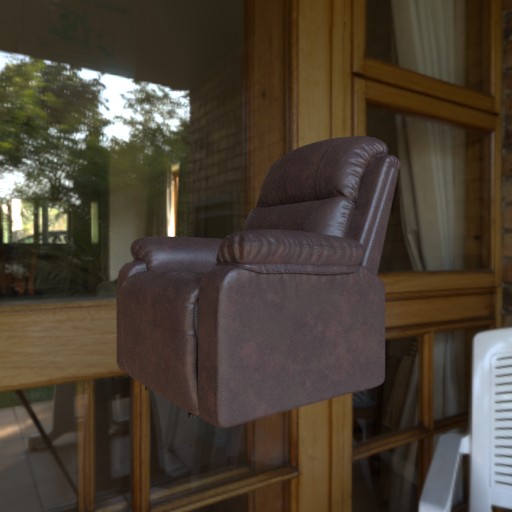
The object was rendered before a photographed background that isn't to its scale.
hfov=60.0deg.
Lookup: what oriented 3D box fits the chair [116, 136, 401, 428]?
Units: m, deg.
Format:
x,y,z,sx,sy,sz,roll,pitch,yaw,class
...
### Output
x,y,z,sx,sy,sz,roll,pitch,yaw,class
0.000,0.000,1.728,0.919,0.992,0.855,0,1,-37,chair
